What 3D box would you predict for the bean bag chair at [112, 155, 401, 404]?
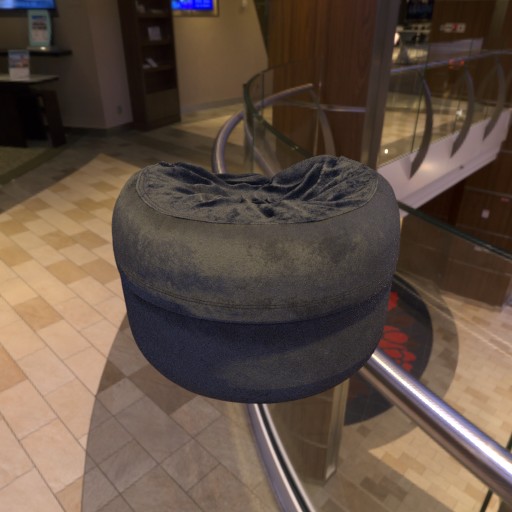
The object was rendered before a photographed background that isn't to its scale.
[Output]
[{"bbox_3d":[0.000,0.000,1.516,0.918,0.605,0.918,0,29,0],"label":"bean bag chair"}]
